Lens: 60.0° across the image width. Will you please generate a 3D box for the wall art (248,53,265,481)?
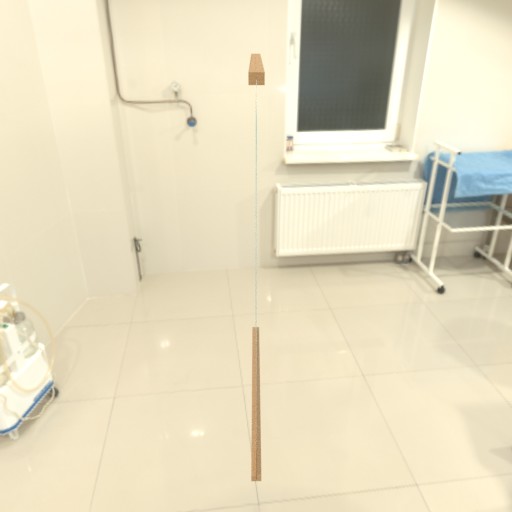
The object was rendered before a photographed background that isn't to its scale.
[{"bbox_3d":[0.000,0.000,0.631,0.013,0.510,0.335,0,27,0],"label":"wall art"}]
